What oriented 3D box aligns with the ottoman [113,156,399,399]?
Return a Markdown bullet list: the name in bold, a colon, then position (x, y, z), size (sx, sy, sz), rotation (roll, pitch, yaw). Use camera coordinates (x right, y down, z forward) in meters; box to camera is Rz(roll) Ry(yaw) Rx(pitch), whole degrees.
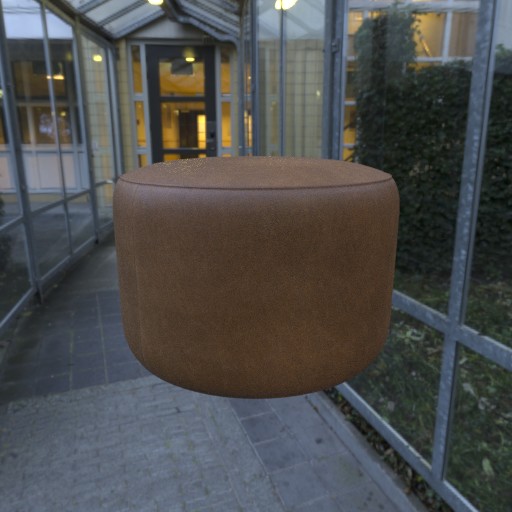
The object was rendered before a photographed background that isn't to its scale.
- **ottoman**: position (0.000, 0.000, 1.014), size (0.607, 0.438, 0.607), rotation (0, 15, 0)
